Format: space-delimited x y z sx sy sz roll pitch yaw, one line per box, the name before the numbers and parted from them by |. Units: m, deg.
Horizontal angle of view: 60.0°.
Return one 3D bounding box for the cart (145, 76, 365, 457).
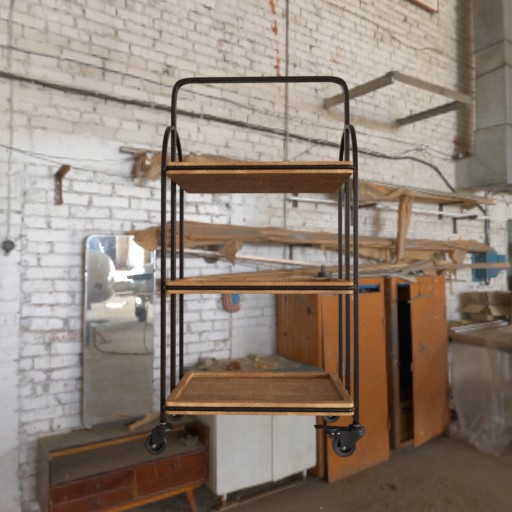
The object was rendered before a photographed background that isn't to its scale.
cart | 0.000 0.000 1.240 0.553 1.001 0.327 0 -1 1
